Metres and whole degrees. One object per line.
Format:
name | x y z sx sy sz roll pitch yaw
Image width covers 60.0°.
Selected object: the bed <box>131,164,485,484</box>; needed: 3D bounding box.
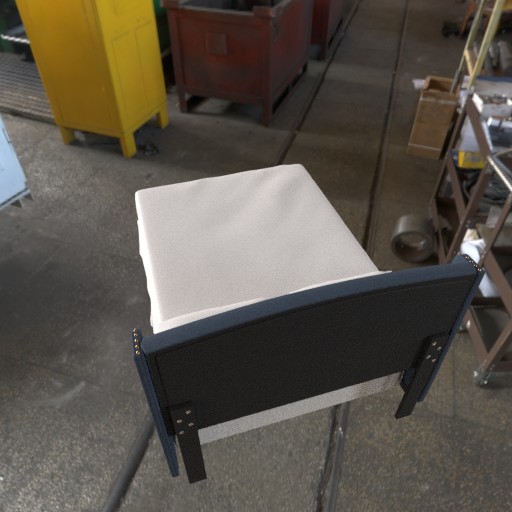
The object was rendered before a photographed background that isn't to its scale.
bed | 0.000 0.000 3.178 1.710 1.407 2.237 -12 44 -12
